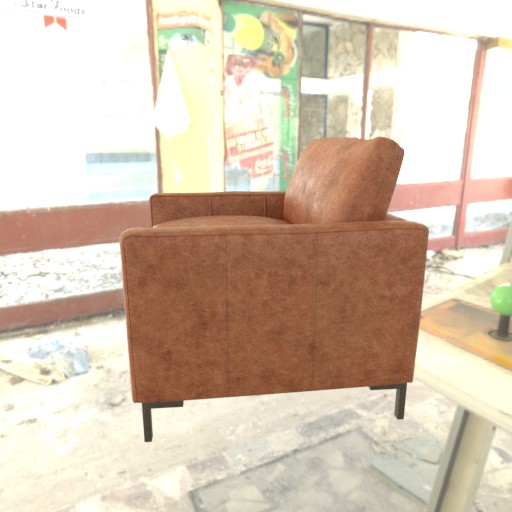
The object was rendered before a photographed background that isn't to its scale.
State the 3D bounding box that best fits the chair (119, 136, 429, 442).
[{"bbox_3d":[0.000,0.000,1.670,0.862,0.869,0.967,-2,15,-8],"label":"chair"}]
